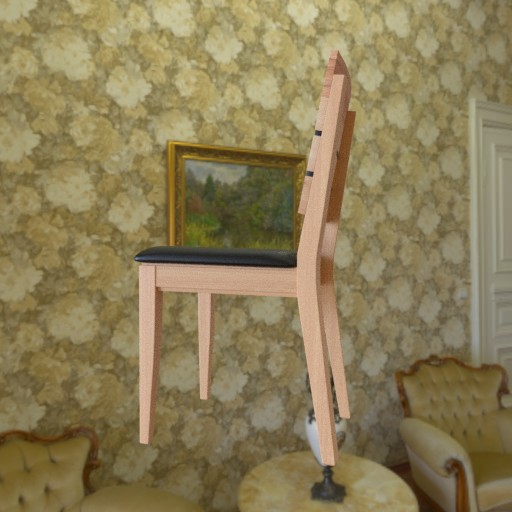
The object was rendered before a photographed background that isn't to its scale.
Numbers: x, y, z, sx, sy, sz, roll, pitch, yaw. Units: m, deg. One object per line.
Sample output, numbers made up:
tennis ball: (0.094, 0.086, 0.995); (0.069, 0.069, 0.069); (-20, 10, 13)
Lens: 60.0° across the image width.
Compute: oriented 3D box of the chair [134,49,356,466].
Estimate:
chair: (0.000, 0.000, 1.219); (0.520, 0.940, 0.410); (0, 0, 18)
